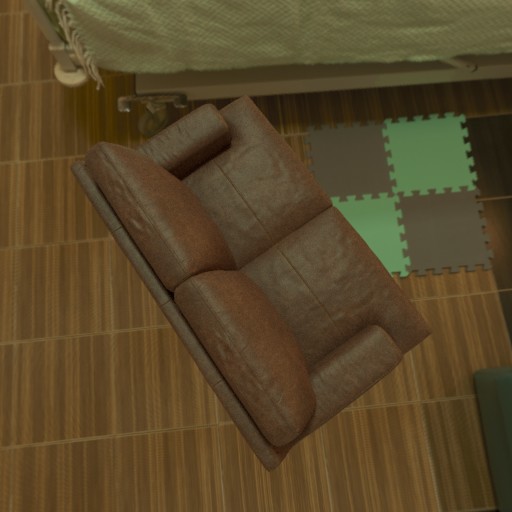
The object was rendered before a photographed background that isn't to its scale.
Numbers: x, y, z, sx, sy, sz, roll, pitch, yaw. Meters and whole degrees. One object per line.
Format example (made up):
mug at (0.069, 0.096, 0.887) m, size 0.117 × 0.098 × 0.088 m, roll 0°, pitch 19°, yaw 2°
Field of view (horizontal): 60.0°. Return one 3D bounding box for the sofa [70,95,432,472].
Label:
sofa at (0.000, 0.000, 2.482) m, size 1.143 × 0.939 × 1.880 m, roll -34°, pitch 79°, yaw -8°
